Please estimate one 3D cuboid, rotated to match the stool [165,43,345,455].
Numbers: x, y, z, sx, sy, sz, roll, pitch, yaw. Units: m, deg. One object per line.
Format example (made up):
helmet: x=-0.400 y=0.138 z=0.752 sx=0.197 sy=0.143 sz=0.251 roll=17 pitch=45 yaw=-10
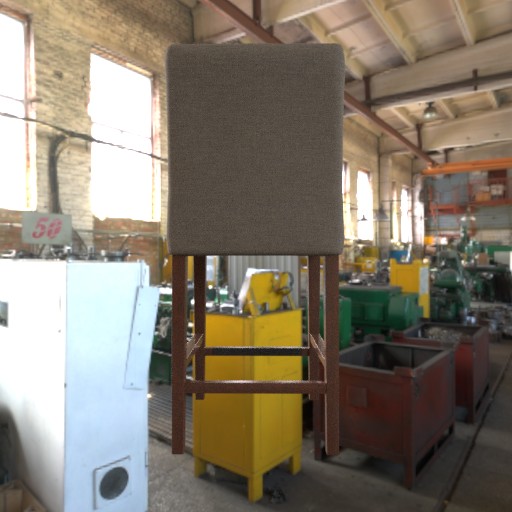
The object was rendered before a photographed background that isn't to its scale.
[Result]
stool: x=0.000 y=0.000 z=1.277 sx=0.470 sy=0.981 sz=0.577 roll=0 pitch=0 yaw=1
